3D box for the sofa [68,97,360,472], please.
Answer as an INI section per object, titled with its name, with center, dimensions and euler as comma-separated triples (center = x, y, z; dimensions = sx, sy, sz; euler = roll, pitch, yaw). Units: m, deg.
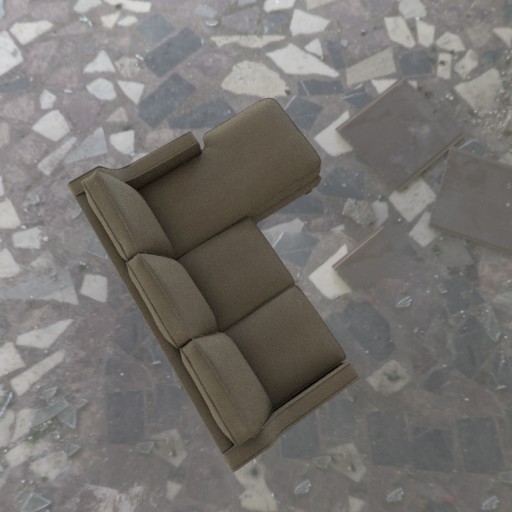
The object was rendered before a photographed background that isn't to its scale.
[sofa]
center = 0.000, 0.000, 3.436
dimensions = 1.858, 1.081, 2.317
euler = -32, 77, -9
